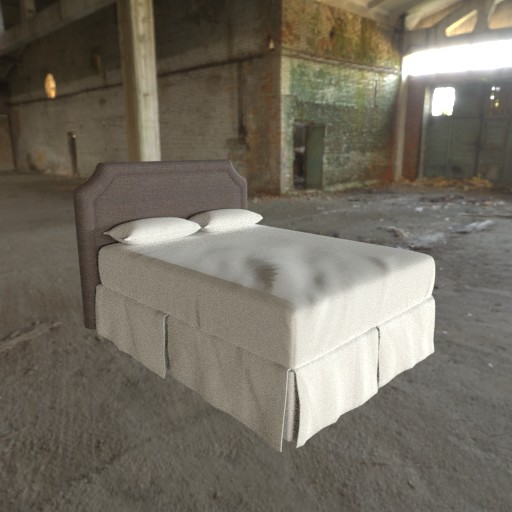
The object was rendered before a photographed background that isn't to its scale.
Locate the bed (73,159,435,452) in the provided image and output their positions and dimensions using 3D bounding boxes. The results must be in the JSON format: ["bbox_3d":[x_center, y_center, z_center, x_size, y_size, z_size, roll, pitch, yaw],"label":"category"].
[{"bbox_3d":[0.000,0.000,3.169,2.116,1.290,1.693,13,19,43],"label":"bed"}]
